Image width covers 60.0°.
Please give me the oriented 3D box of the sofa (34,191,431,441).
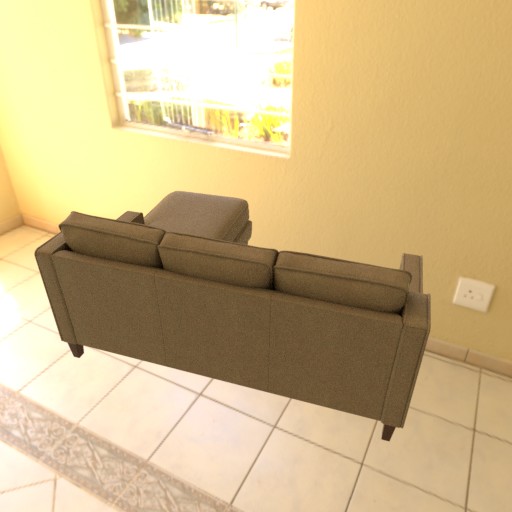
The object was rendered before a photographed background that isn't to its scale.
[{"bbox_3d":[0.000,0.000,3.313,2.317,1.081,1.858,10,33,15],"label":"sofa"}]
